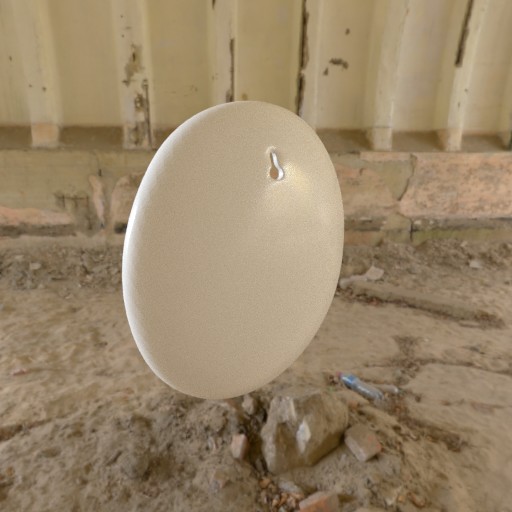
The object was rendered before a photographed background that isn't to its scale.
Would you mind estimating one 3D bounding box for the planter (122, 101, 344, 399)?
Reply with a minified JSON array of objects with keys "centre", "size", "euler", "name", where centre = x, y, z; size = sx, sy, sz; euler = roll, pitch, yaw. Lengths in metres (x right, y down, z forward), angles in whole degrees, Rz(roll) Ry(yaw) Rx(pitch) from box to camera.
[{"centre":[0.000,0.000,0.283],"size":[0.185,0.188,0.043],"euler":[-14,20,-43],"name":"planter"}]
